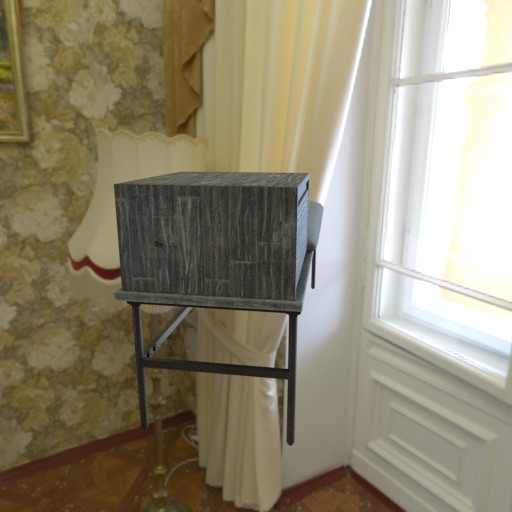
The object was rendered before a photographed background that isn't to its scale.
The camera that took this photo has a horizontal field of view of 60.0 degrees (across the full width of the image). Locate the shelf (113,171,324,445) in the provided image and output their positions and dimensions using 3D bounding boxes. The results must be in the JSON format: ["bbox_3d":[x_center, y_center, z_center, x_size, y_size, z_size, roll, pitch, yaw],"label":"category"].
[{"bbox_3d":[0.000,0.000,1.628,0.457,0.633,1.342,2,14,9],"label":"shelf"}]
